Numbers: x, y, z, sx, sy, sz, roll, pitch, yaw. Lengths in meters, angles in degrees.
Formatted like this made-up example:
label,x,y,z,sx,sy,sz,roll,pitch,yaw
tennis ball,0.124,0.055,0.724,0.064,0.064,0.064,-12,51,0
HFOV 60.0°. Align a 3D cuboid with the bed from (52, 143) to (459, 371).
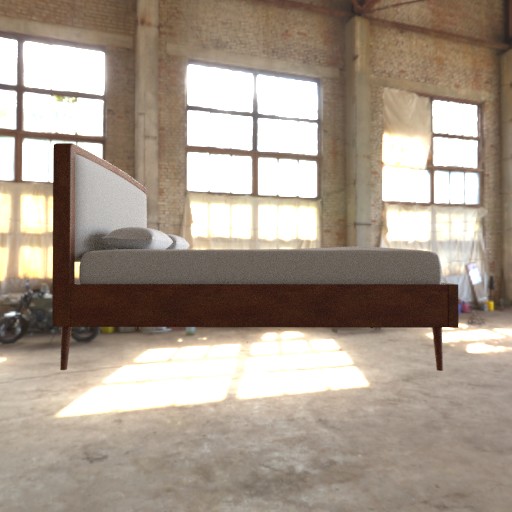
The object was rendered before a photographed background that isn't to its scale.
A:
label,x,y,z,sx,sy,sz,roll,pitch,yaw
bed,0.000,0.000,3.191,2.196,1.275,1.587,0,-1,1
